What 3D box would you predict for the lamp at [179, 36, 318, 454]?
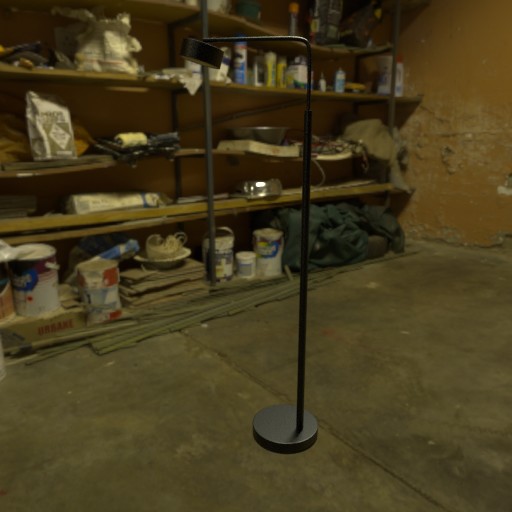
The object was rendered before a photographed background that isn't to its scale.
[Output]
[{"bbox_3d":[0.000,0.000,1.368,0.418,1.230,0.219,2,14,8],"label":"lamp"}]
